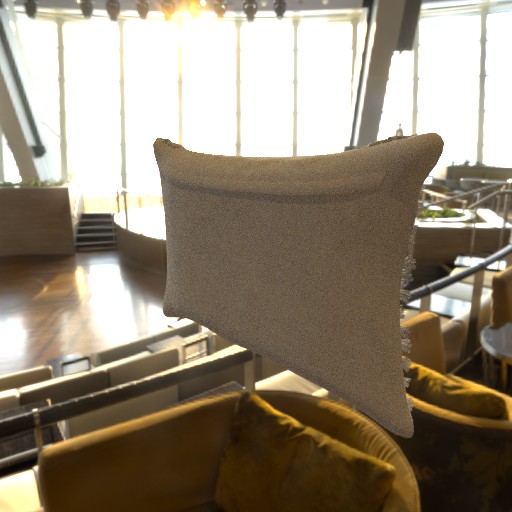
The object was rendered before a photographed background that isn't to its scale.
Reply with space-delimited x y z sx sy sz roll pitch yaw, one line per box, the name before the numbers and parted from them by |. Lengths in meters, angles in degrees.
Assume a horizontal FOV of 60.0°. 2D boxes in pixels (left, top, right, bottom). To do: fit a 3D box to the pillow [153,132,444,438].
pillow | 0.000 0.000 0.575 0.084 0.305 0.466 -13 19 -42
